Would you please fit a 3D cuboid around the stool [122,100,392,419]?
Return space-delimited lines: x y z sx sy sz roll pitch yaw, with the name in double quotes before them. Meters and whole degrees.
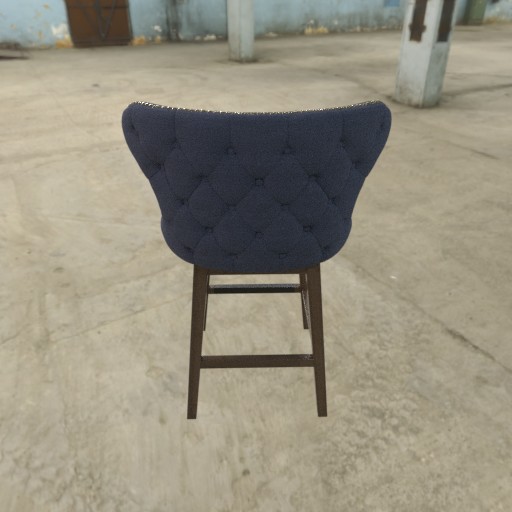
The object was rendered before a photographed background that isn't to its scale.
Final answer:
"stool" 0.000 0.000 1.336 0.615 0.972 0.597 -1 30 -1
